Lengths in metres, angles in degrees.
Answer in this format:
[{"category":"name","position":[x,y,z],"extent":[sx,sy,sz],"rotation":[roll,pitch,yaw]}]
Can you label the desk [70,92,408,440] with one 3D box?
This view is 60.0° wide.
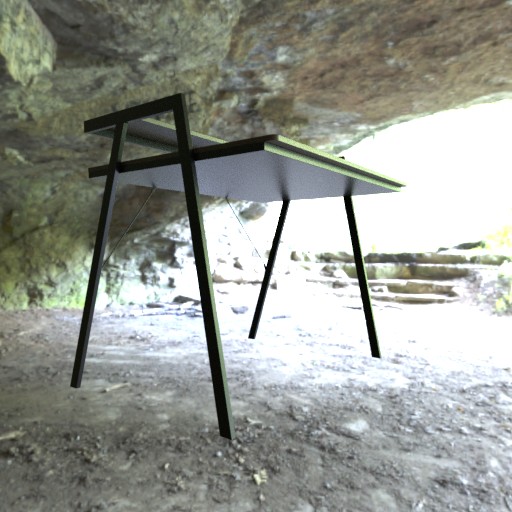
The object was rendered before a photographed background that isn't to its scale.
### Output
[{"category":"desk","position":[0.000,0.000,1.879],"extent":[0.936,0.998,1.143],"rotation":[1,1,36]}]
